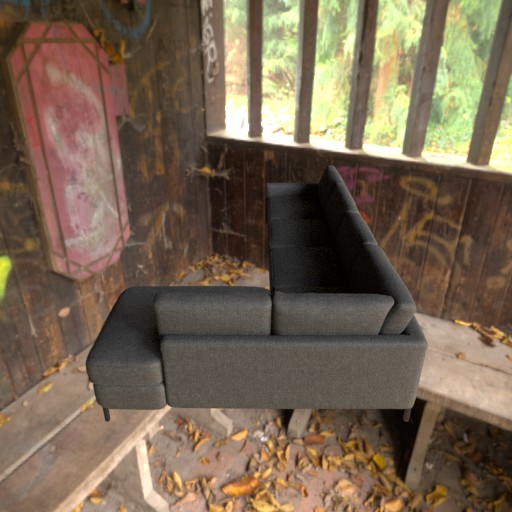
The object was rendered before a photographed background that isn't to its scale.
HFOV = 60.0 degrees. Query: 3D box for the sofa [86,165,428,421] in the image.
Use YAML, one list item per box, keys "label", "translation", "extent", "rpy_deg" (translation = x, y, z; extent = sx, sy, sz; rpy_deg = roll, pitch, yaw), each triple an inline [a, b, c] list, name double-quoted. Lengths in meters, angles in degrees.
- label: "sofa"
  translation: [0.000, 0.000, 3.852]
  extent: [1.984, 0.858, 2.972]
  rpy_deg: [0, 27, 0]
